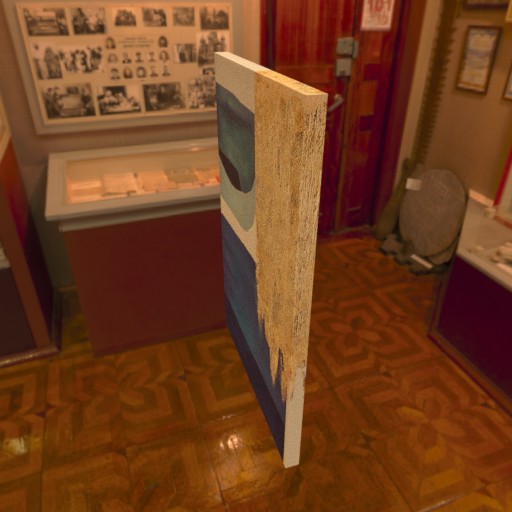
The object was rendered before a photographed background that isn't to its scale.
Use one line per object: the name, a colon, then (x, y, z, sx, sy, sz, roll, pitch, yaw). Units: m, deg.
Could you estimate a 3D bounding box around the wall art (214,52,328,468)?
wall art: (0.000, 0.000, 1.155, 0.039, 0.911, 0.607, -9, 32, -15)
